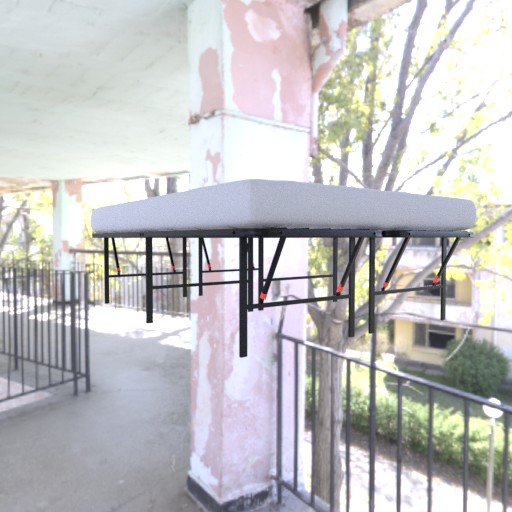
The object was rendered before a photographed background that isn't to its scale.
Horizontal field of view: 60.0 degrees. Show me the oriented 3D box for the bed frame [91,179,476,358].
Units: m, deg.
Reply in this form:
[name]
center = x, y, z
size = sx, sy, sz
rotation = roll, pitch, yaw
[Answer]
[bed frame]
center = 0.000, 0.000, 2.561
size = 1.372, 0.637, 1.905
rotation = -2, 3, -35
